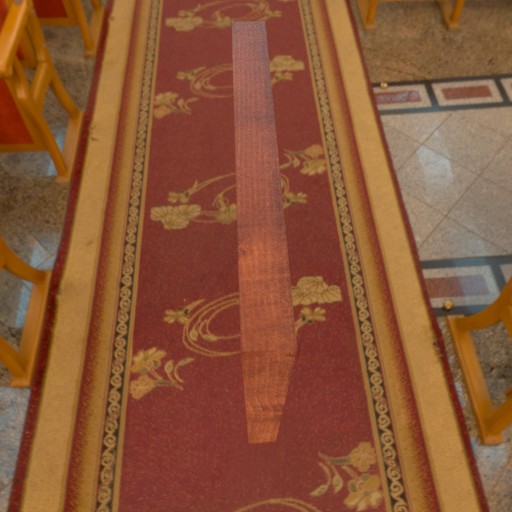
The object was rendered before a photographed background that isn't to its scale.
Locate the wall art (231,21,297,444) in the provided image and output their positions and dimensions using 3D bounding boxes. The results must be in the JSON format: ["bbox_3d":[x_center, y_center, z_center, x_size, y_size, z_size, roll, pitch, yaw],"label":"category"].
[{"bbox_3d":[0.000,0.000,0.564,0.038,0.385,0.386,-2,59,-1],"label":"wall art"}]
